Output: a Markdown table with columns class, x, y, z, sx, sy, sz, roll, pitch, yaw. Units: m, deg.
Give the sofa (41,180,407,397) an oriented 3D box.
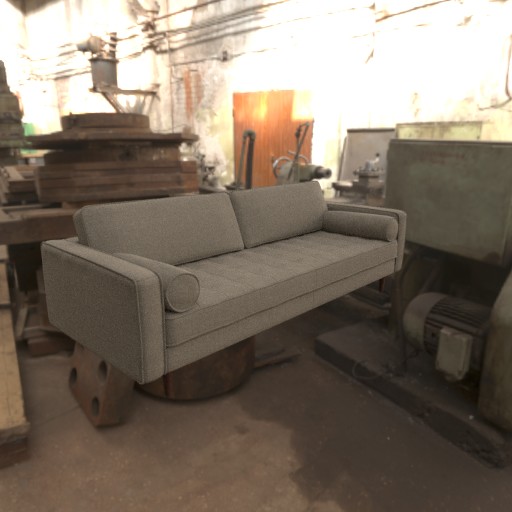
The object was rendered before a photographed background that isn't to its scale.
| class | x | y | z | sx | sy | sz | roll | pitch | yaw |
| --- | --- | --- | --- | --- | --- | --- | --- | --- | --- |
| sofa | 0.000 | 0.000 | 2.703 | 0.914 | 0.762 | 2.211 | 14 | 20 | 42 |
